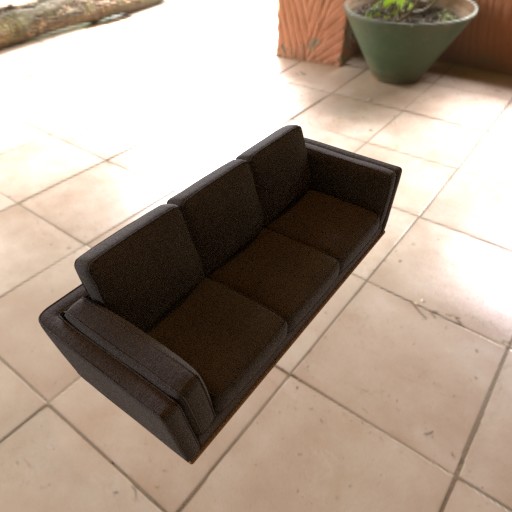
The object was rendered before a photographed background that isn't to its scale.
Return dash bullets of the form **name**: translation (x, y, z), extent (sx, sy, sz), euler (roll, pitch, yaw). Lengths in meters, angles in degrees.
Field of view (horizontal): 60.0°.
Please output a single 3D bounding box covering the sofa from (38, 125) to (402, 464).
- **sofa**: translation (0.000, 0.000, 2.743), extent (0.903, 0.899, 2.362), euler (26, 47, 26)
